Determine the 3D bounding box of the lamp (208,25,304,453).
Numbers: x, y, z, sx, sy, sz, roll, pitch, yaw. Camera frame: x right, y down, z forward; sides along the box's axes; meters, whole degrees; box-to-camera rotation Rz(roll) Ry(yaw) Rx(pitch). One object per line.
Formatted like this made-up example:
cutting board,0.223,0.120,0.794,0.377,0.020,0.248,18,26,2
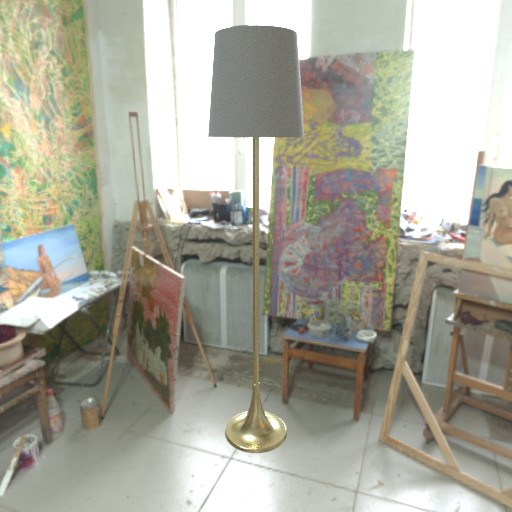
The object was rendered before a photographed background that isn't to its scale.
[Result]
lamp,0.000,0.000,1.669,0.337,1.543,0.337,0,15,0
